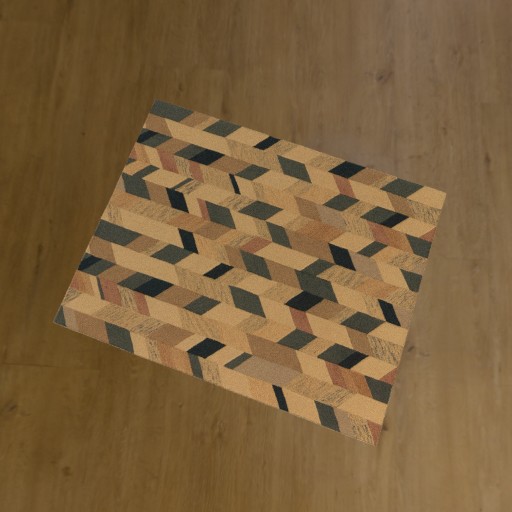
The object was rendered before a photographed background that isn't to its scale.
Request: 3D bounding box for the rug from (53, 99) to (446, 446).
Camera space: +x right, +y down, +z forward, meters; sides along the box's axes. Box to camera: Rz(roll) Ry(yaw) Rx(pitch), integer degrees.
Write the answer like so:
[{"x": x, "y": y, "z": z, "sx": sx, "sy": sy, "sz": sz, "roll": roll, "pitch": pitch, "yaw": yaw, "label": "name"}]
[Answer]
[{"x": 0.000, "y": 0.000, "z": 4.176, "sx": 3.072, "sy": 0.011, "sz": 2.451, "roll": 19, "pitch": 77, "yaw": 5, "label": "rug"}]
